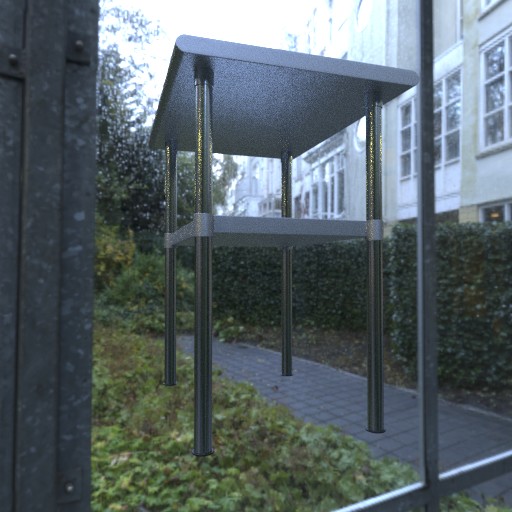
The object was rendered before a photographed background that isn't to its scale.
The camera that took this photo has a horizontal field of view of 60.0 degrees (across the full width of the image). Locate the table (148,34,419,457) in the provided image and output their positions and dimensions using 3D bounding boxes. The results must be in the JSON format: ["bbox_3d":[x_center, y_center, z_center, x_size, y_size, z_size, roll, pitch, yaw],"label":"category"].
[{"bbox_3d":[0.000,0.000,1.330,0.584,0.876,0.762,0,-2,-18],"label":"table"}]
